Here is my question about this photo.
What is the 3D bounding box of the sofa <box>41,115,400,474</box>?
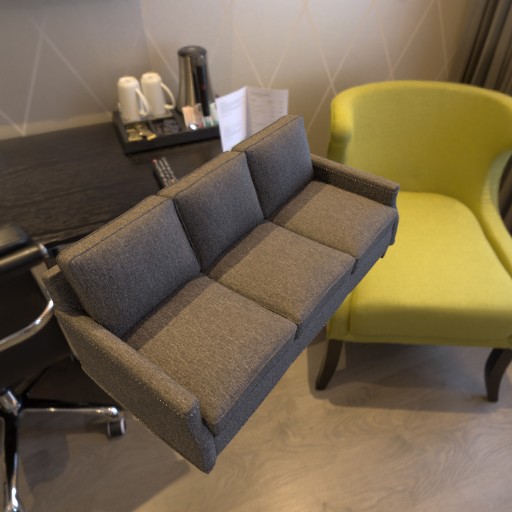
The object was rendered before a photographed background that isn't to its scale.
[{"bbox_3d":[0.000,0.000,2.829,1.084,1.003,2.246,27,48,27],"label":"sofa"}]
